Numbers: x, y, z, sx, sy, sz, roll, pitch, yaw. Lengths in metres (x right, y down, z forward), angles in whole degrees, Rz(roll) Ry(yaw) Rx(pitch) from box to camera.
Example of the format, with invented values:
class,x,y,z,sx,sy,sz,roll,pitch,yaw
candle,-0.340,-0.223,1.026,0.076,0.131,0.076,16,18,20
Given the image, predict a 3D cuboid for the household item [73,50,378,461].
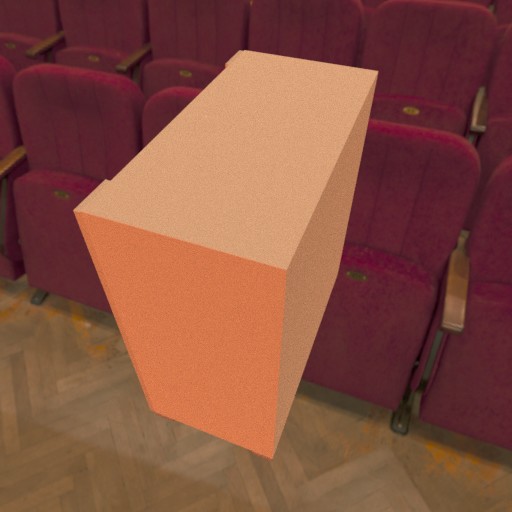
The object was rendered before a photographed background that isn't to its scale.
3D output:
class,x,y,z,sx,sy,sz,roll,pitch,yaw
household item,0.000,0.000,1.343,0.420,0.870,0.800,16,48,15
